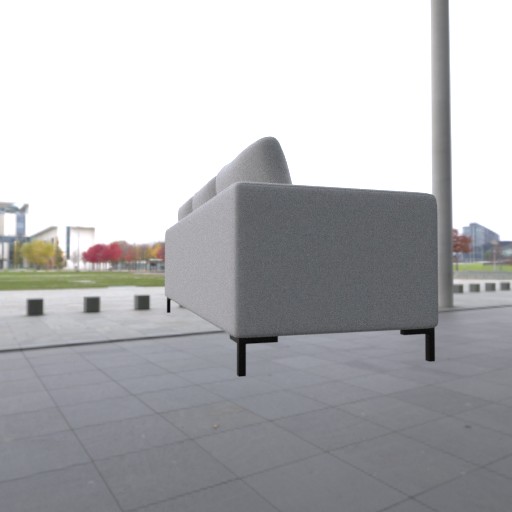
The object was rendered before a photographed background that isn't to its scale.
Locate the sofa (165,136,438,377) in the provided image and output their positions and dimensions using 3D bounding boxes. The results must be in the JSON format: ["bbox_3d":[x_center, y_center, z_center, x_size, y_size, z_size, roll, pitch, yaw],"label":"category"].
[{"bbox_3d":[0.000,0.000,2.677,0.859,0.874,2.218,0,-1,-18],"label":"sofa"}]
